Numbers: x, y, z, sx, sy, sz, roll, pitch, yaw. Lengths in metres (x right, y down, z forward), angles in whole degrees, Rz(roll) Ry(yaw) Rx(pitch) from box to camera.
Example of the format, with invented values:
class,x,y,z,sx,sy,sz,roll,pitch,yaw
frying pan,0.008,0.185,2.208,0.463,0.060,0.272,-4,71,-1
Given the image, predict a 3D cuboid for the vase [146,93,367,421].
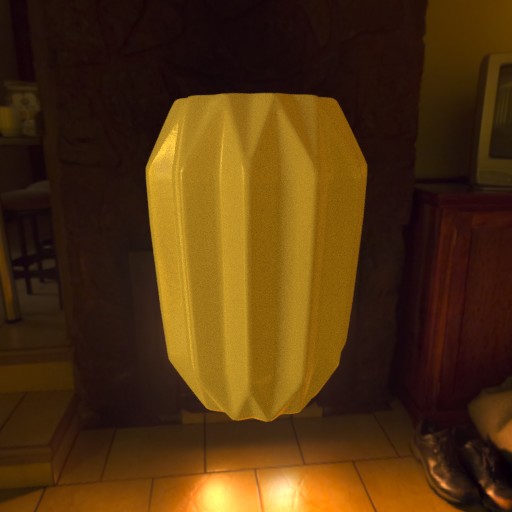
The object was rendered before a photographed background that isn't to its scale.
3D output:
class,x,y,z,sx,sy,sz,roll,pitch,yaw
vase,0.000,0.000,0.413,0.195,0.275,0.195,0,15,0
